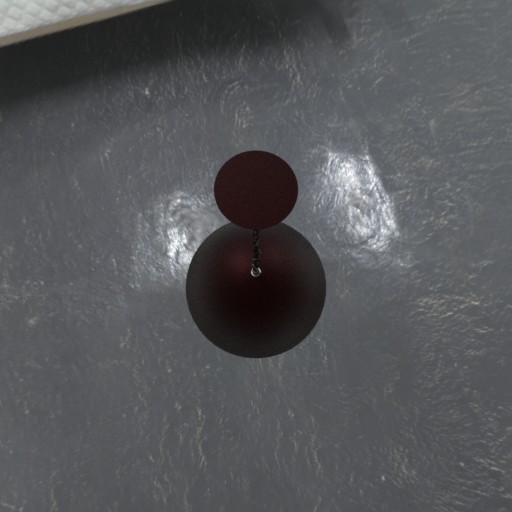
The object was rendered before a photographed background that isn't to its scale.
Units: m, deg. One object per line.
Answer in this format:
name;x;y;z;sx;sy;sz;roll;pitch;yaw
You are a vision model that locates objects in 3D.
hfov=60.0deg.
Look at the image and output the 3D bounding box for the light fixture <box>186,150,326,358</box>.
light fixture;0.000;0.000;1.146;0.492;0.869;0.492;-37;78;-9
